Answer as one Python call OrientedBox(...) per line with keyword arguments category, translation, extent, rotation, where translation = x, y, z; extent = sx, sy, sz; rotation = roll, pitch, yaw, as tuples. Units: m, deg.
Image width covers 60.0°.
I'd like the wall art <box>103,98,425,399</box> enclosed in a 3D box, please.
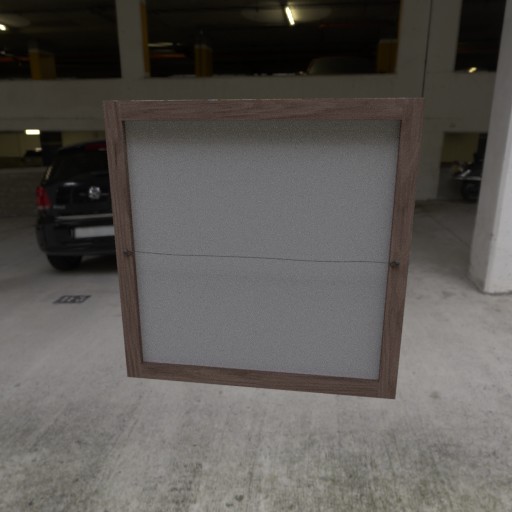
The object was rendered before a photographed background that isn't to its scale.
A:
OrientedBox(category="wall art", translation=(0.000, 0.000, 1.144), extent=(0.757, 0.762, 0.028), rotation=(2, 16, 8))
